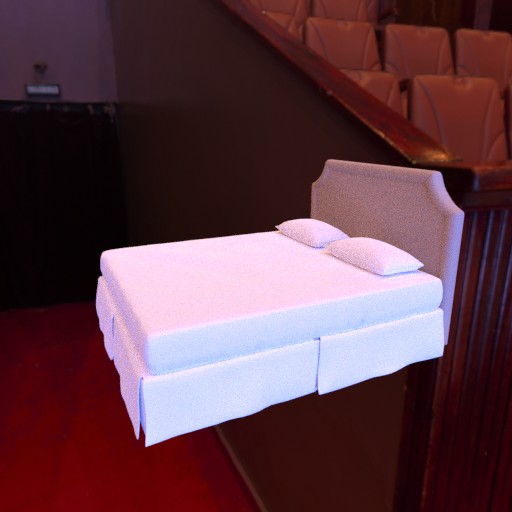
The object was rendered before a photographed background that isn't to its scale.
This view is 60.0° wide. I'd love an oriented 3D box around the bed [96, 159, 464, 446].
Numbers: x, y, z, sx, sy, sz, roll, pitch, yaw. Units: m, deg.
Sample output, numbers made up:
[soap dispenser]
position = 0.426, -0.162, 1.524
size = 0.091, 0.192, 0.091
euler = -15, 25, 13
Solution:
[bed]
position = 0.000, 0.000, 4.148
size = 2.773, 1.590, 2.350
euler = -8, 18, -24
